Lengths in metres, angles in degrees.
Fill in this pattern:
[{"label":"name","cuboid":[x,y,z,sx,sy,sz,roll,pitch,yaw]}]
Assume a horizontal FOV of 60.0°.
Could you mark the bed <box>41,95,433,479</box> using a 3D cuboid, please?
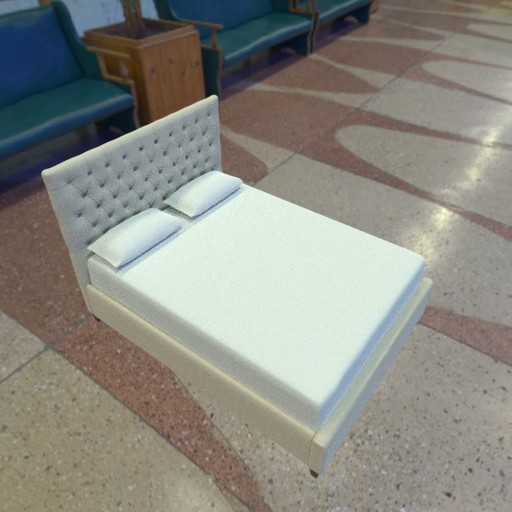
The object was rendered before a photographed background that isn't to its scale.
[{"label":"bed","cuboid":[0.000,0.000,3.284,2.233,1.426,1.696,26,47,27]}]
